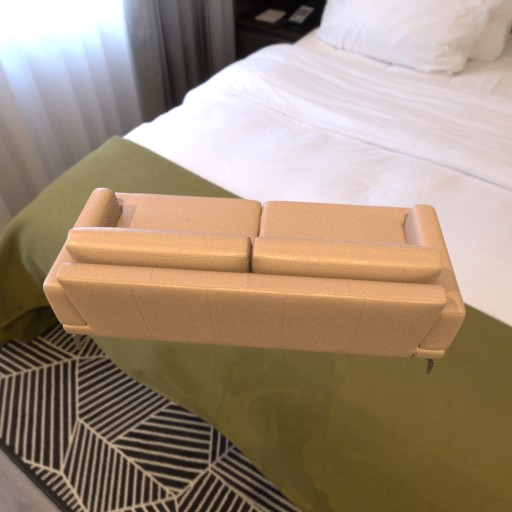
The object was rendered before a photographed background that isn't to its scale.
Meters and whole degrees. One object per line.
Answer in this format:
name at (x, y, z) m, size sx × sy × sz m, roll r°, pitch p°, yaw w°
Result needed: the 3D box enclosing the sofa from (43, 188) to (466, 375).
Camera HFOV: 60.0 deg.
sofa at (0.000, 0.000, 2.366) m, size 1.940 × 0.765 × 0.974 m, roll 3°, pitch 46°, yaw 3°
